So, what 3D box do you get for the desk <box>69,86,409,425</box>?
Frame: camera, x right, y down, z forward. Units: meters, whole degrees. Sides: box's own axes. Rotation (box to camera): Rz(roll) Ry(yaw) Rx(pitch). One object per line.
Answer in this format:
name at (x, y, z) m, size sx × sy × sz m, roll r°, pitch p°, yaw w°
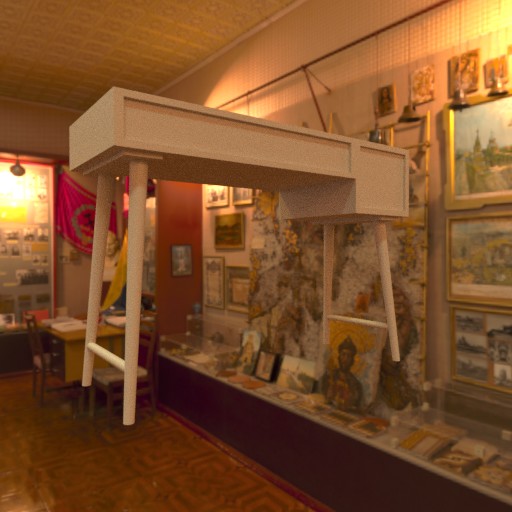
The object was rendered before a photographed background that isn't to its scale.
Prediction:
desk at (0.000, 0.000, 1.460) m, size 1.069 × 0.761 × 0.409 m, roll -1°, pitch 1°, yaw -36°
